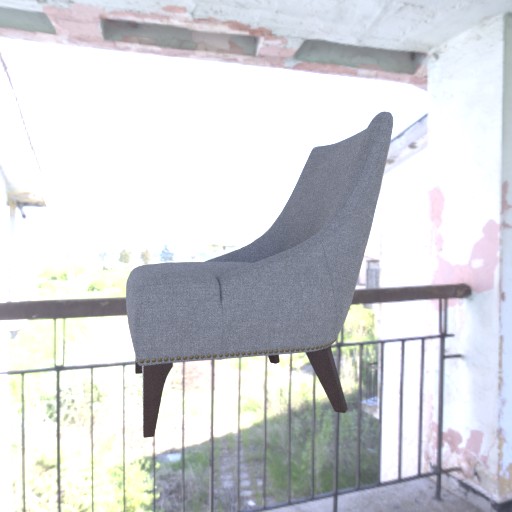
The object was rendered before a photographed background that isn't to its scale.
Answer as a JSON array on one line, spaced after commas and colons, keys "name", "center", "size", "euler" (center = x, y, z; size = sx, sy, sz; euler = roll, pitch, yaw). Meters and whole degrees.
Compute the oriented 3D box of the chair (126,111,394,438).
[{"name": "chair", "center": [0.000, 0.000, 1.530], "size": [0.861, 0.909, 0.701], "euler": [0, 1, -17]}]
